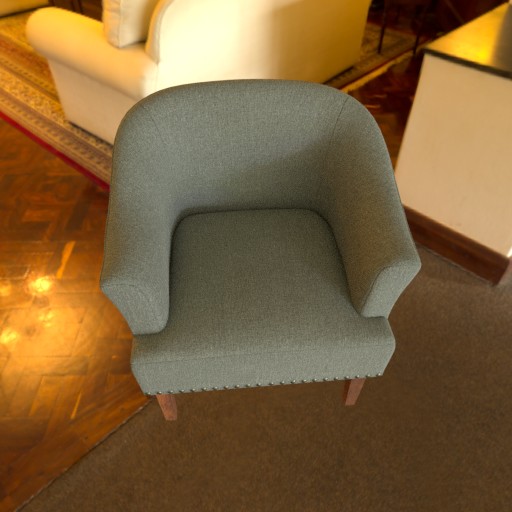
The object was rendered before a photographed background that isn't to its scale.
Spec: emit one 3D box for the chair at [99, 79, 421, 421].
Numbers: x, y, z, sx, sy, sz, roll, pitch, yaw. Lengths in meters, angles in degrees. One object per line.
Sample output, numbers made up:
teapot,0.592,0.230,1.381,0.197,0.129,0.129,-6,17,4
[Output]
chair,0.000,0.000,1.373,0.798,0.815,0.704,-4,46,-4
